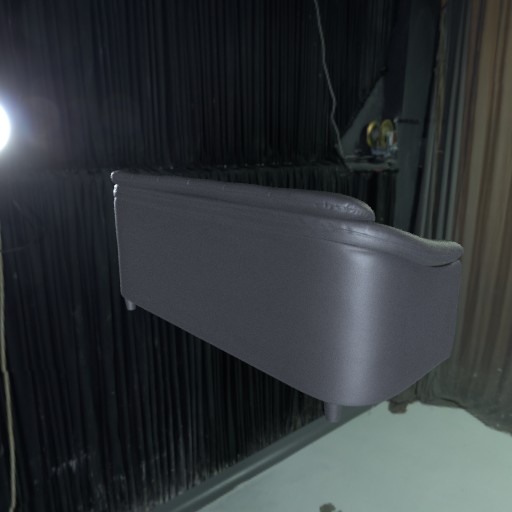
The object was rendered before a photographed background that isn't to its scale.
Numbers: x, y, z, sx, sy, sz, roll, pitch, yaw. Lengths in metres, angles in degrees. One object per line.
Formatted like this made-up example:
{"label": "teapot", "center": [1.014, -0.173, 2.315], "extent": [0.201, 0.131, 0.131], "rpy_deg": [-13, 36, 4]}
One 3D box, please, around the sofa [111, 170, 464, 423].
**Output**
{"label": "sofa", "center": [0.000, 0.000, 2.206], "extent": [0.800, 0.811, 1.829], "rpy_deg": [-14, 20, -42]}
